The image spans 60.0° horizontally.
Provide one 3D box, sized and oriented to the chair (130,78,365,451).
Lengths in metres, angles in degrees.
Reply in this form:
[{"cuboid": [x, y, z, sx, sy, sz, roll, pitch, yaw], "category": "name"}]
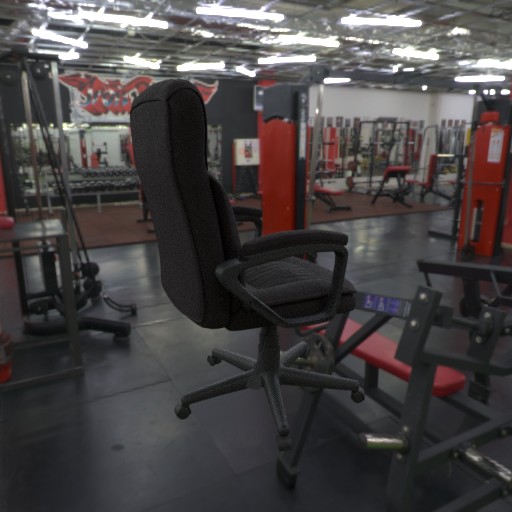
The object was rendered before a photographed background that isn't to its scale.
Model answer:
[{"cuboid": [0.000, 0.000, 1.546, 0.724, 1.105, 0.667, -7, 16, -25], "category": "chair"}]
